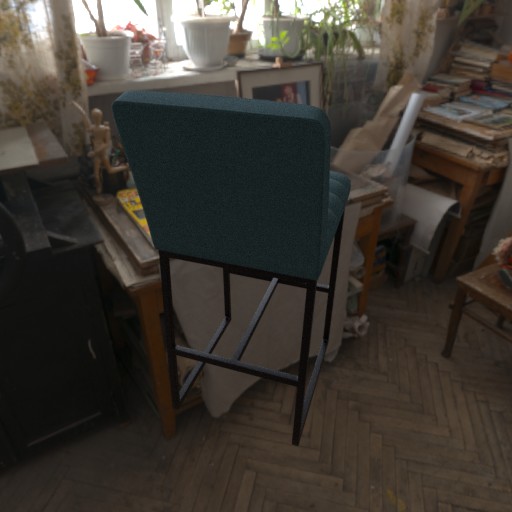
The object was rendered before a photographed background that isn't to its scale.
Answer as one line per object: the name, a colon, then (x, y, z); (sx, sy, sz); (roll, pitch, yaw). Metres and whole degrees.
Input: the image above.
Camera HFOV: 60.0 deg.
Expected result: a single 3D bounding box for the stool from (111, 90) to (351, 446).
stool: (0.000, 0.000, 1.342); (0.460, 1.040, 0.560); (11, 34, 16)
